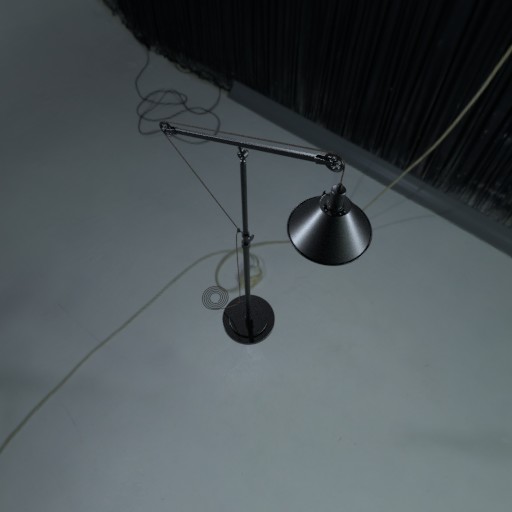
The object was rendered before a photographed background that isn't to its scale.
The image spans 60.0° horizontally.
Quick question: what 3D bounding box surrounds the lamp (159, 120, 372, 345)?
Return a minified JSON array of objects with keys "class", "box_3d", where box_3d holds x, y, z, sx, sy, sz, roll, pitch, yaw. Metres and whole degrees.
[{"class":"lamp","box_3d":[0.000,0.000,2.006,0.904,1.626,0.319,32,64,18]}]
